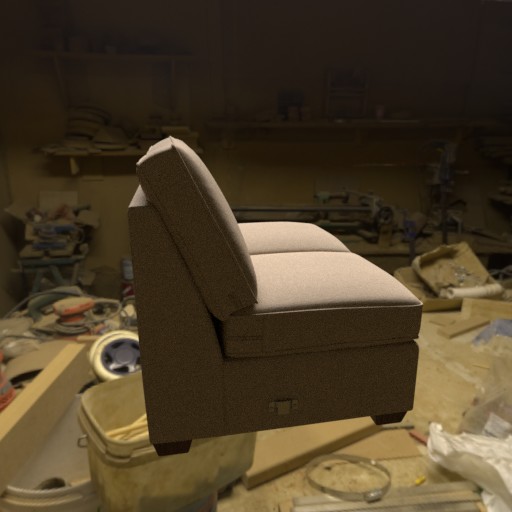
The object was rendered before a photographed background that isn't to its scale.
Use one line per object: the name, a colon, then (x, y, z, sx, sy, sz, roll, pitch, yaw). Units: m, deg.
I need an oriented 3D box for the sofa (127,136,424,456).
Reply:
sofa: (0.000, 0.000, 1.959, 0.951, 1.008, 1.237, -3, 16, -10)
